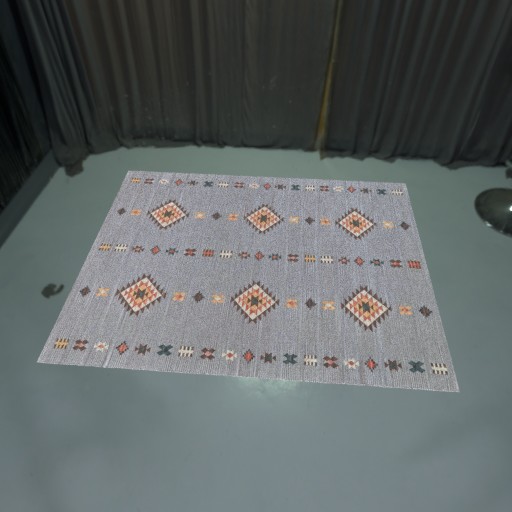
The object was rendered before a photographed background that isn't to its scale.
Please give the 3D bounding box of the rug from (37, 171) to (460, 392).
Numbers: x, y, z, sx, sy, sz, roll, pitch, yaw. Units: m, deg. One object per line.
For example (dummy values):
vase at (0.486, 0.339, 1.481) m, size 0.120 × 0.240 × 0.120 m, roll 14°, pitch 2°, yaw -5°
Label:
rug at (0.000, 0.000, 4.011) m, size 3.035 × 0.008 × 2.425 m, roll 3°, pitch 46°, yaw 3°
